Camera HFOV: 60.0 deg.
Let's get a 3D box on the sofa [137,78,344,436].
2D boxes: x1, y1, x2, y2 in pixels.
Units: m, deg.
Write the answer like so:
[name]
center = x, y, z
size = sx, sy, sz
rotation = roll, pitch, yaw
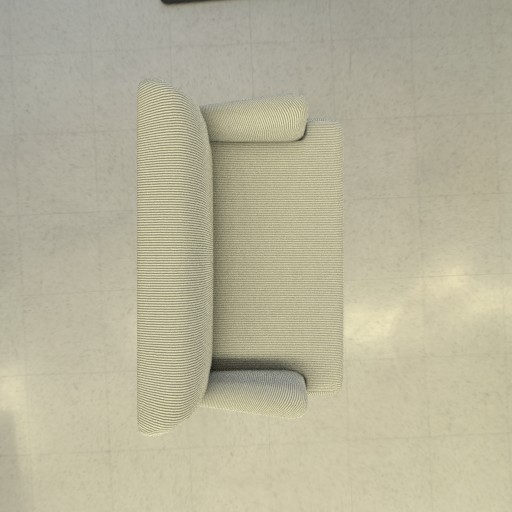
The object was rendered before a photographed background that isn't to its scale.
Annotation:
[sofa]
center = 0.000, 0.000, 1.868
size = 0.779, 0.889, 1.297
rotation = 0, 90, 0
